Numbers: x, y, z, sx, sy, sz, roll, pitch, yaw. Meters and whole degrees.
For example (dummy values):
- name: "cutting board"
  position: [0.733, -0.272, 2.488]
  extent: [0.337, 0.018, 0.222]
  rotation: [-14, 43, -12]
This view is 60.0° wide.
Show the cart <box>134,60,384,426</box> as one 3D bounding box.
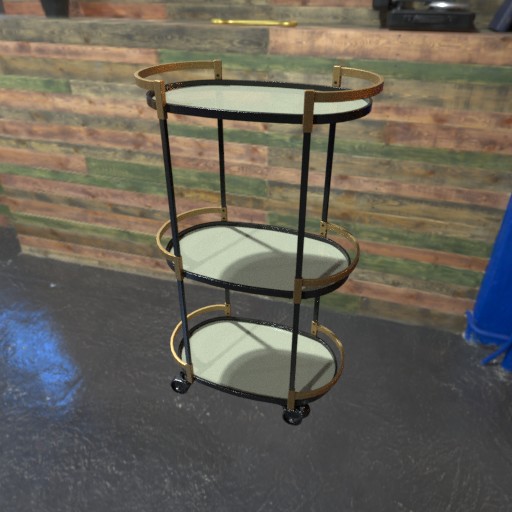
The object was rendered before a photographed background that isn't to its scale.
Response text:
- name: "cart"
  position: [0.000, 0.000, 1.143]
  extent: [0.515, 0.885, 0.311]
  rotation: [10, 33, 16]
